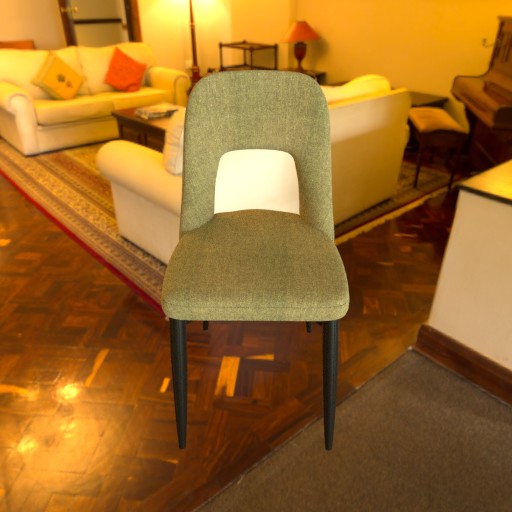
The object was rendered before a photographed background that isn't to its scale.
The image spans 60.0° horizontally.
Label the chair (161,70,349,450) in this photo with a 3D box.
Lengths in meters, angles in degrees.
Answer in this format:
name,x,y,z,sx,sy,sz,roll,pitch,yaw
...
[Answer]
name,x,y,z,sx,sy,sz,roll,pitch,yaw
chair,0.000,0.000,1.285,0.470,0.931,0.612,0,30,1
